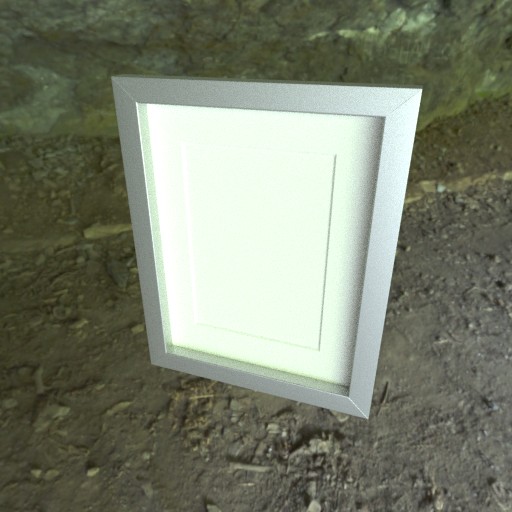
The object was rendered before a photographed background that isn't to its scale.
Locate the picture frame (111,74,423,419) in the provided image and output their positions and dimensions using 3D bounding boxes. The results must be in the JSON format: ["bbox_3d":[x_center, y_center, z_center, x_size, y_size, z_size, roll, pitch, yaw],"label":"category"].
[{"bbox_3d":[0.000,0.000,0.520,0.307,0.386,0.036,9,29,17],"label":"picture frame"}]
